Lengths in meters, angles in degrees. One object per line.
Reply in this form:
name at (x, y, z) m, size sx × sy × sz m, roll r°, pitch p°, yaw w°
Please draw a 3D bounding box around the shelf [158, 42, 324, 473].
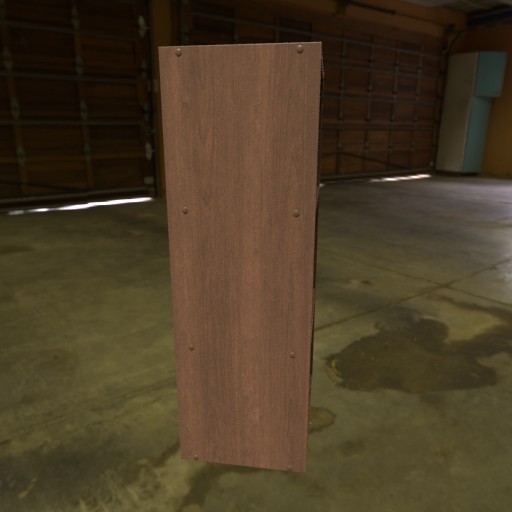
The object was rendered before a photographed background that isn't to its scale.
shelf at (0.000, 0.000, 1.087) m, size 0.290 × 0.879 × 0.414 m, roll 2°, pitch 16°, yaw 9°
